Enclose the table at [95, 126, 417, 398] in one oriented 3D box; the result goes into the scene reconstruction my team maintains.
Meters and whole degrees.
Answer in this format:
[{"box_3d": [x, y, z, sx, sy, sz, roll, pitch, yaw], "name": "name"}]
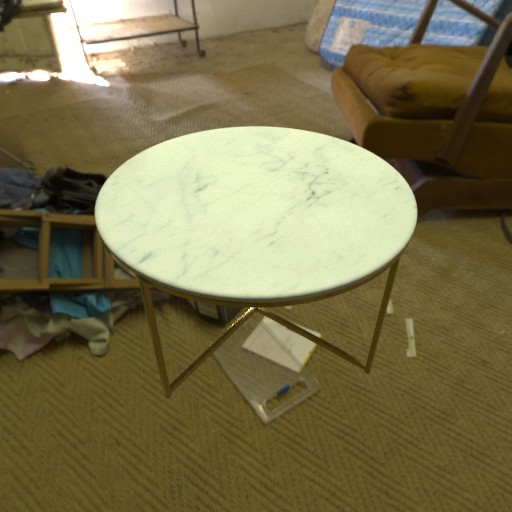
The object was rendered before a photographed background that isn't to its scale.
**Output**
[{"box_3d": [0.000, 0.000, 1.280, 0.800, 0.450, 0.800, 0, 39, 0], "name": "table"}]
